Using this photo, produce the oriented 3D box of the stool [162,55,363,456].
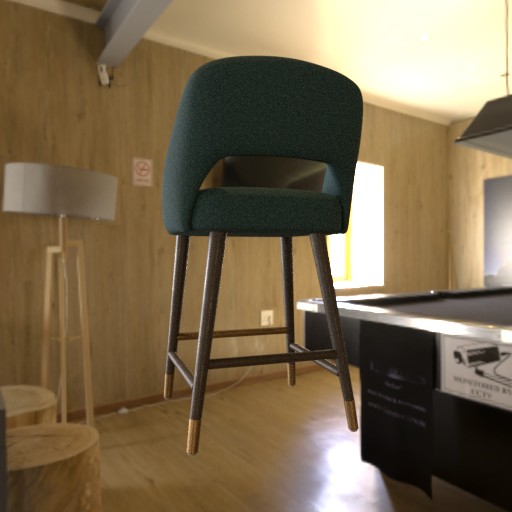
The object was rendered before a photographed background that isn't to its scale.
[{"bbox_3d":[0.000,0.000,1.279,0.536,0.939,0.522,0,1,-19],"label":"stool"}]
